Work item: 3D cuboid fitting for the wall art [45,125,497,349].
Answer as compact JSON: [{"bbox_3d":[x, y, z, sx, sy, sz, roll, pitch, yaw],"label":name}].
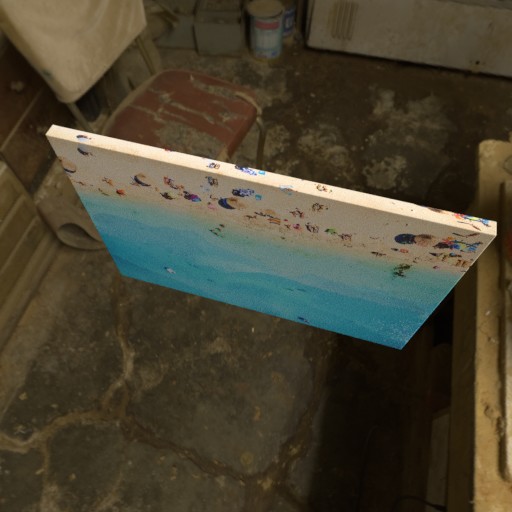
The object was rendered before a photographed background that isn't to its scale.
[{"bbox_3d":[0.000,0.000,1.415,1.136,0.769,0.040,14,60,8],"label":"wall art"}]
